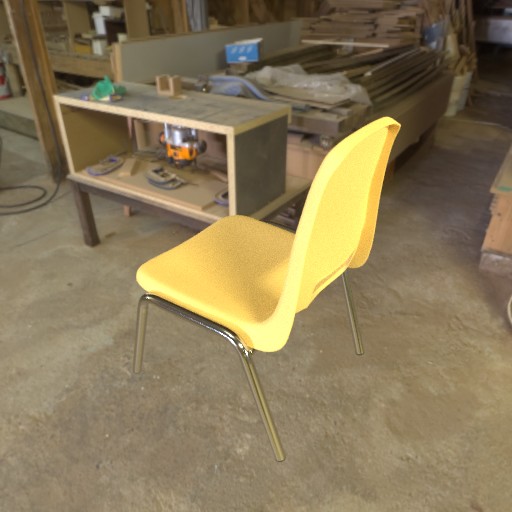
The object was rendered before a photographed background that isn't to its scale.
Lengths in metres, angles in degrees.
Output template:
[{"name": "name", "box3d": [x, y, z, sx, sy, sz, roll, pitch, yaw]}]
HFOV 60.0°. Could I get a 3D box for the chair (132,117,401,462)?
[{"name": "chair", "box3d": [0.000, 0.000, 0.802, 0.385, 0.536, 0.354, 22, 38, 30]}]
